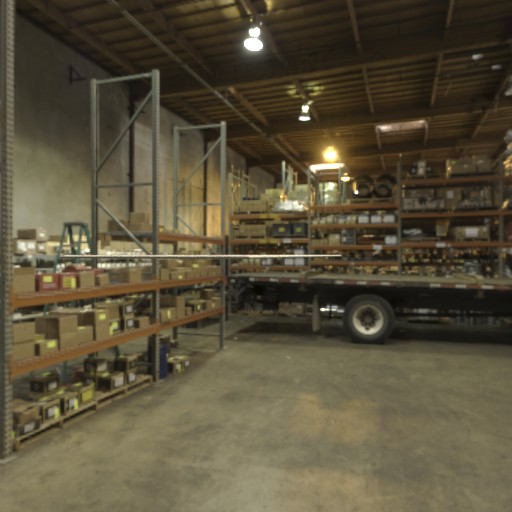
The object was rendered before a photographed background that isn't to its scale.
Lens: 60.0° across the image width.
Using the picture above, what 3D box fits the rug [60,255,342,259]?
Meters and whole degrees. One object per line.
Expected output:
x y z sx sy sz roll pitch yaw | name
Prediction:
0.000 0.000 2.409 0.662 0.011 2.196 0 0 18 | rug
